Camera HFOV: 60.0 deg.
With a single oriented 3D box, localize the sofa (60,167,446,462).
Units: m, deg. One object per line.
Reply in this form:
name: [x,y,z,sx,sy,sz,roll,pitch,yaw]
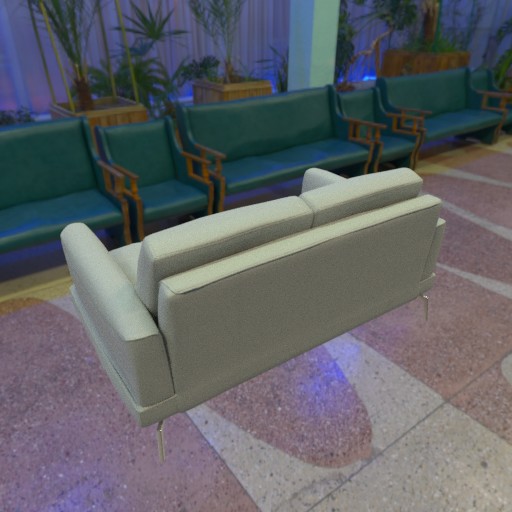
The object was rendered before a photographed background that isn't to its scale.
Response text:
sofa: [0.000,0.000,2.401,1.819,0.930,1.121,-18,34,-29]
